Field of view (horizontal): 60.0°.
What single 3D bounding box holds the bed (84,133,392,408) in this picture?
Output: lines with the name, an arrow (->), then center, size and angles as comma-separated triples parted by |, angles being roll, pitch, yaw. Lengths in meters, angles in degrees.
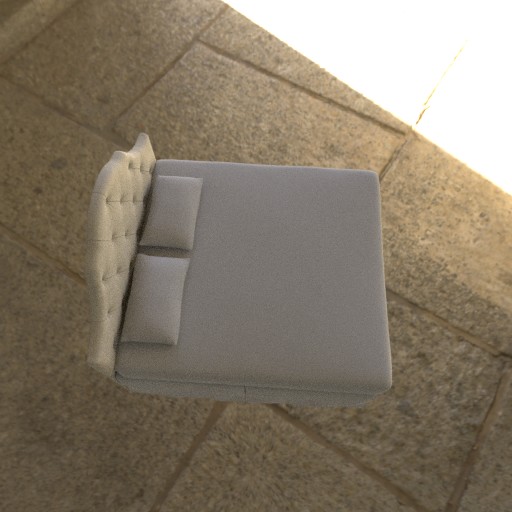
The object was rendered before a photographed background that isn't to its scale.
bed -> 0.000, 0.000, 3.474 | 2.086, 1.555, 2.012 | 3, 64, 2
